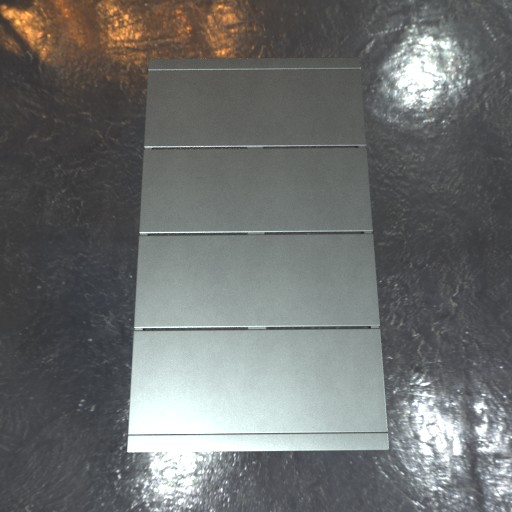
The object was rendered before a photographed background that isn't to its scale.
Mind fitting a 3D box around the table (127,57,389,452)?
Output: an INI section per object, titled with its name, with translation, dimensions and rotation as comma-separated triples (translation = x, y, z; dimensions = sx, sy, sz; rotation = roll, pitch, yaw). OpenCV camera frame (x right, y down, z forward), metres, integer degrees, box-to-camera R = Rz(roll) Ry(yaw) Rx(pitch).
[table]
translation = 0.000, 0.000, 1.276
dimensions = 0.559, 0.460, 0.965
rotation = 0, 76, 0
